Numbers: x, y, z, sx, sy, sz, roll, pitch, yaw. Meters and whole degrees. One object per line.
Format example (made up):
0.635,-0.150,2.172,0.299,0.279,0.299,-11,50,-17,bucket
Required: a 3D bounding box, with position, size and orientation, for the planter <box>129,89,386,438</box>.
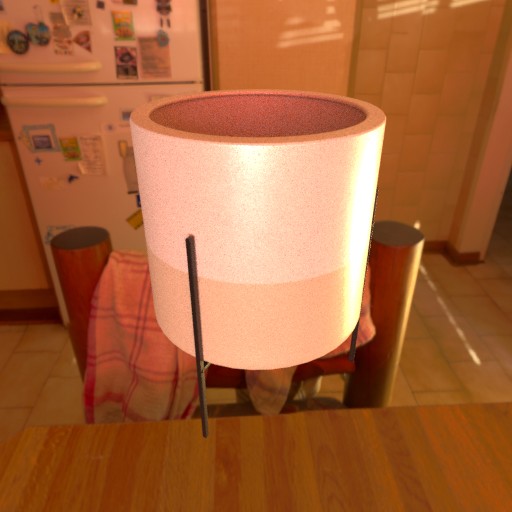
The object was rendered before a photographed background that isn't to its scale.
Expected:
0.000,0.000,0.752,0.359,0.484,0.368,-18,34,-29,planter
